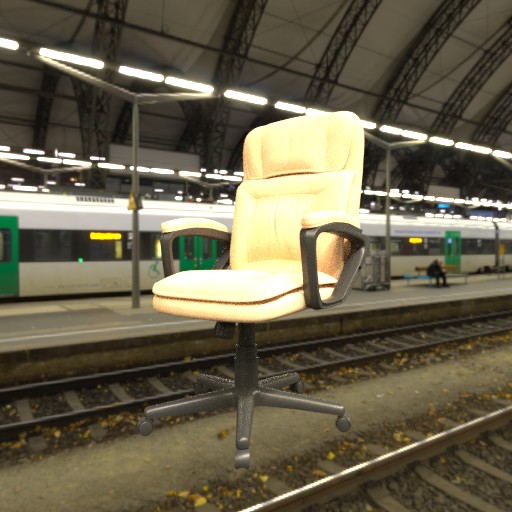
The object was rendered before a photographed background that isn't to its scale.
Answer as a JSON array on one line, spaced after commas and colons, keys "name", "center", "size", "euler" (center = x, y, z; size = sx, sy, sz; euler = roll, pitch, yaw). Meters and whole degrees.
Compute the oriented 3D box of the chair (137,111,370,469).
[{"name": "chair", "center": [0.000, 0.000, 1.535], "size": [0.667, 1.105, 0.724], "euler": [1, 1, 35]}]
